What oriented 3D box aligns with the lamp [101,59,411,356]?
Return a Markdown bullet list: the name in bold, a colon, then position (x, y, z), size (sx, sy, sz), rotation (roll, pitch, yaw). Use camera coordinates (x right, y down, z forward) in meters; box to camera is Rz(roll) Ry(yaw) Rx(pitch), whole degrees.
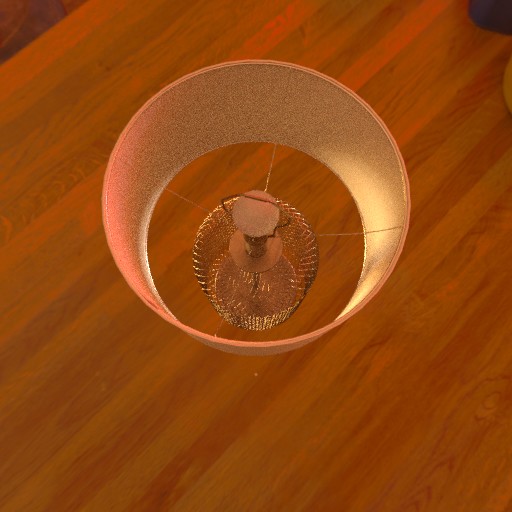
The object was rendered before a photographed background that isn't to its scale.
- **lamp**: position (0.000, 0.000, 0.785), size (0.353, 0.578, 0.353), rotation (0, 75, 0)
